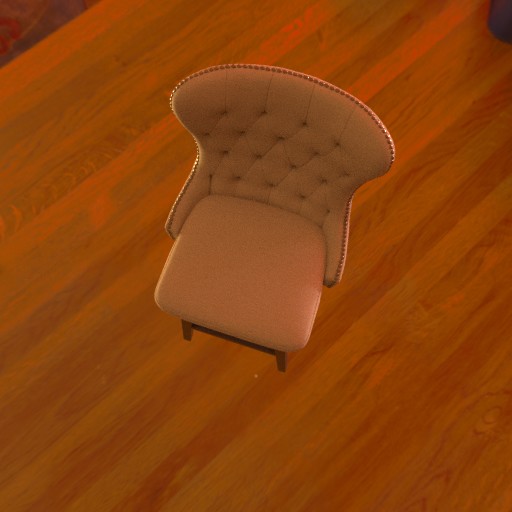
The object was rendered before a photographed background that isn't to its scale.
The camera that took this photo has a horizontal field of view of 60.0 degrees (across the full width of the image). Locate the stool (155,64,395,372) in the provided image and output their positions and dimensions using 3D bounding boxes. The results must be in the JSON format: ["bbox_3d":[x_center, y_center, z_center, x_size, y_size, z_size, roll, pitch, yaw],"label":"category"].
[{"bbox_3d":[0.000,0.000,1.415,0.528,1.066,0.605,17,76,5],"label":"stool"}]
